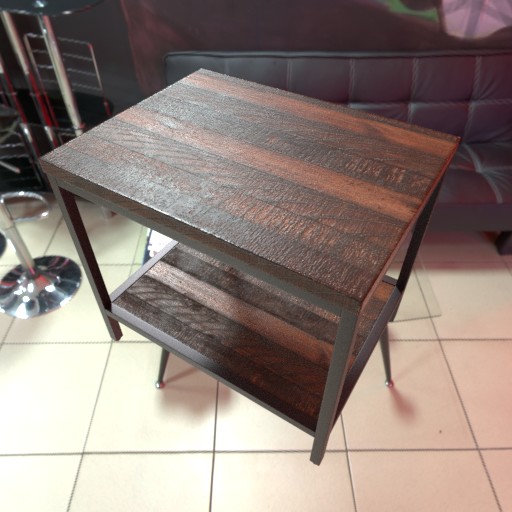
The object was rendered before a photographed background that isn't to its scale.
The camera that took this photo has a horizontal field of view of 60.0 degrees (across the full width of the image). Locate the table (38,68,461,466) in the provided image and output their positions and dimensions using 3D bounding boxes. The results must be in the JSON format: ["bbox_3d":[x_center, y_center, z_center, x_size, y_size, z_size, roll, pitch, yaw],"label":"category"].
[{"bbox_3d":[0.000,0.000,1.107,0.678,0.612,0.524,24,49,22],"label":"table"}]
